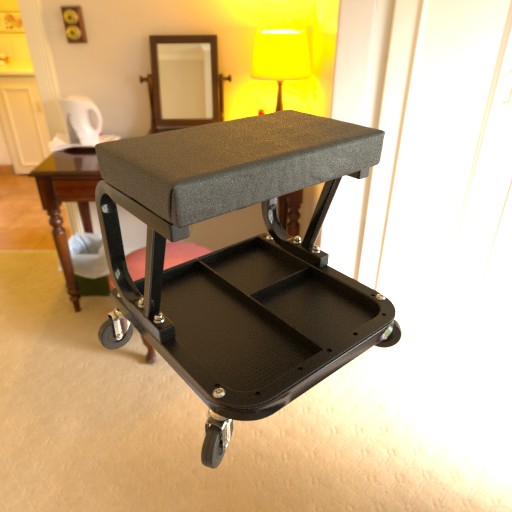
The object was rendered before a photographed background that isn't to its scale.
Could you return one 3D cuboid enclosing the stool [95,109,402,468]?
[{"bbox_3d":[0.000,0.000,0.714,0.446,0.380,0.371,-22,36,-34],"label":"stool"}]
